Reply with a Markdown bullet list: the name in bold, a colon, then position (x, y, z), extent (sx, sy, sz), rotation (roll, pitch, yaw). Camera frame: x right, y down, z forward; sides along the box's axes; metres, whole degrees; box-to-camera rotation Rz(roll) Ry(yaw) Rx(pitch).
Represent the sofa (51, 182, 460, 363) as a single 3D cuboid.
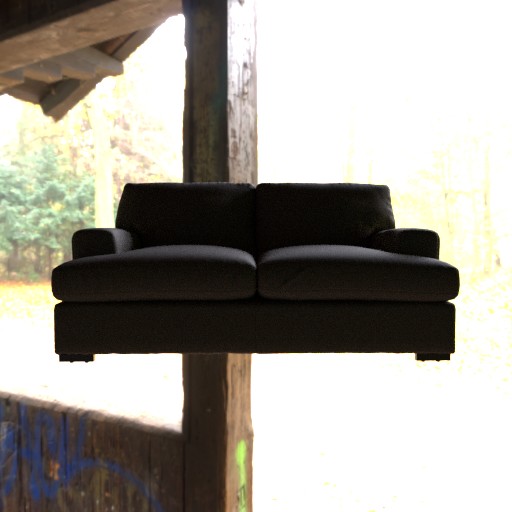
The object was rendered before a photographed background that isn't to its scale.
- **sofa**: position (0.000, 0.000, 2.504), extent (1.880, 0.940, 1.143), rotation (0, 1, -1)
